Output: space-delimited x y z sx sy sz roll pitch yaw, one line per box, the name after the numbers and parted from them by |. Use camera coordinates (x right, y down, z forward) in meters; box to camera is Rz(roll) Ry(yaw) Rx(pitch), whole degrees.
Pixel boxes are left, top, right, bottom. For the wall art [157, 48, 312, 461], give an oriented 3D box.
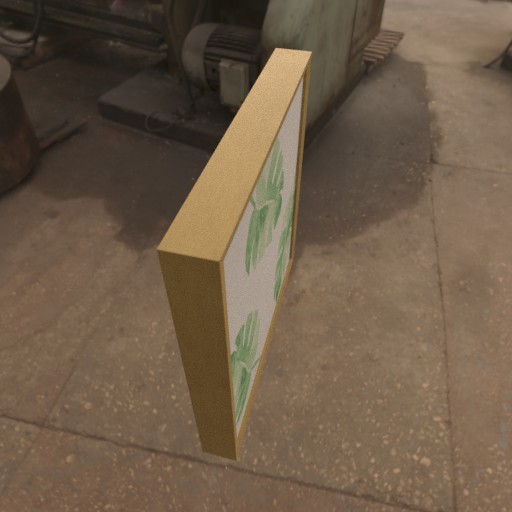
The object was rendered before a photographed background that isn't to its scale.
0.000 0.000 0.462 0.038 0.305 0.305 11 47 10 | wall art
